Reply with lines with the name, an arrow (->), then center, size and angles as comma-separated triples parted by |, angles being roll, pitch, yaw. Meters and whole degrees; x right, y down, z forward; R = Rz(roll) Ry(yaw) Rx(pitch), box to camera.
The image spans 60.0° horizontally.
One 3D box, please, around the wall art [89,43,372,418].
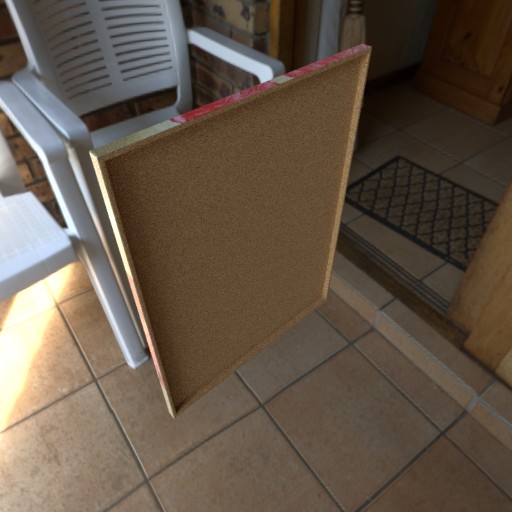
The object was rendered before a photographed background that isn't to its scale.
wall art -> 0.000, 0.000, 1.310 | 0.762, 1.015, 0.031 | -32, 54, -28
